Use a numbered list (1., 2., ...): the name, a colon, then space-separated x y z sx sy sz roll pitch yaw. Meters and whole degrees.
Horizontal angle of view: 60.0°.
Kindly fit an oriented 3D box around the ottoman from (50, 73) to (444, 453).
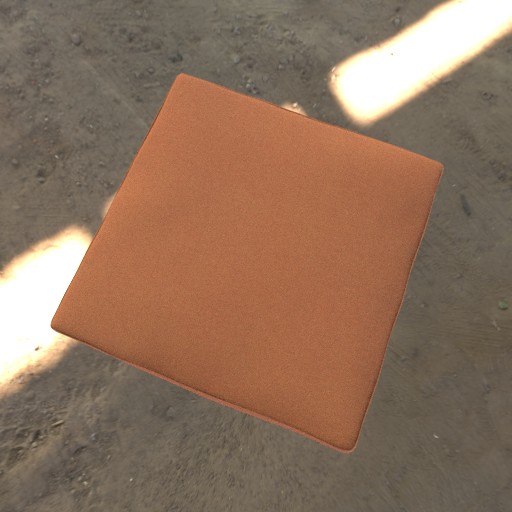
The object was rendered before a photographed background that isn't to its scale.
1. ottoman: 0.000 0.000 1.578 0.997 0.438 0.999 21 76 6
